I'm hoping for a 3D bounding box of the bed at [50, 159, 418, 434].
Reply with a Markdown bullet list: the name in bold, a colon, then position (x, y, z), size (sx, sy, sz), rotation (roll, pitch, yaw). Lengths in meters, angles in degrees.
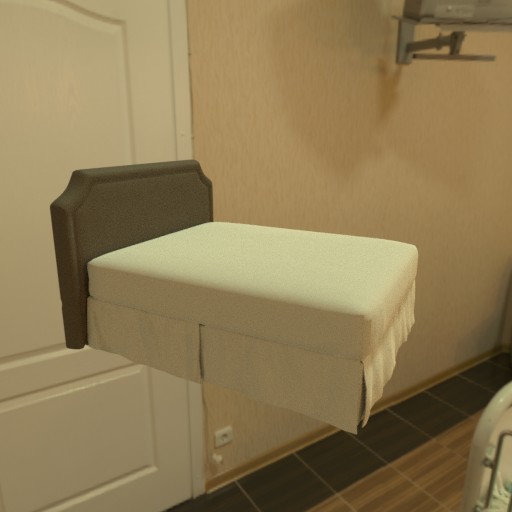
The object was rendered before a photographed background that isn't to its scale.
- **bed**: position (0.000, 0.000, 3.333), size (2.181, 1.297, 1.831), rotation (8, 18, 27)
